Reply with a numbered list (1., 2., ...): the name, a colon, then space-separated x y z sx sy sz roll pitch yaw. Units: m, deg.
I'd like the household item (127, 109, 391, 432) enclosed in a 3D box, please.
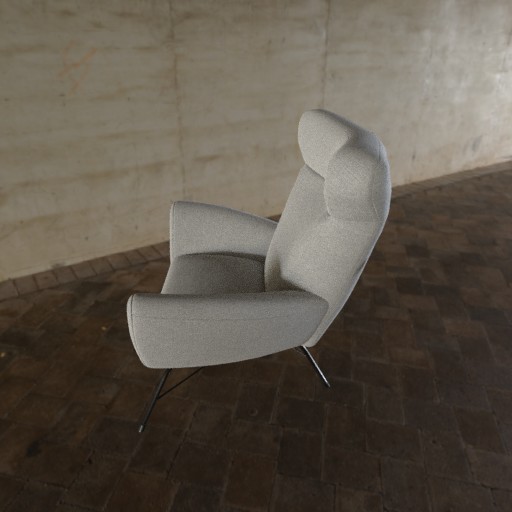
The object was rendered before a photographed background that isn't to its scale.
1. household item: 0.000 0.000 1.806 0.900 1.050 0.980 0 26 -1
